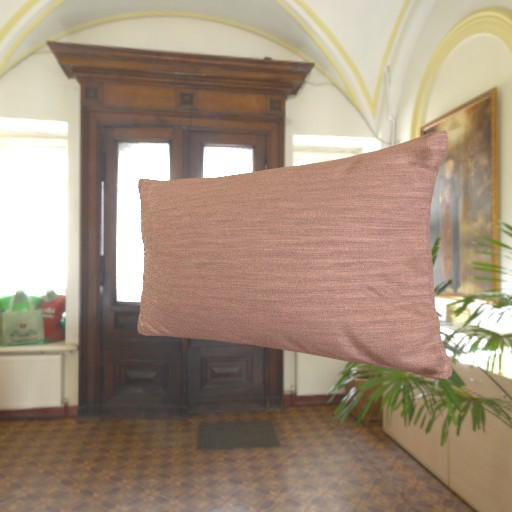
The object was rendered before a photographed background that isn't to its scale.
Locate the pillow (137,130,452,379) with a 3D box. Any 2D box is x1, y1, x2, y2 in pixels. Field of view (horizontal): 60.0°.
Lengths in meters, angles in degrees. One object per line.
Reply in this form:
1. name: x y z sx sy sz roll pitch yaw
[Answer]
1. pillow: 0.000 0.000 0.773 0.633 0.338 0.210 0 0 35
